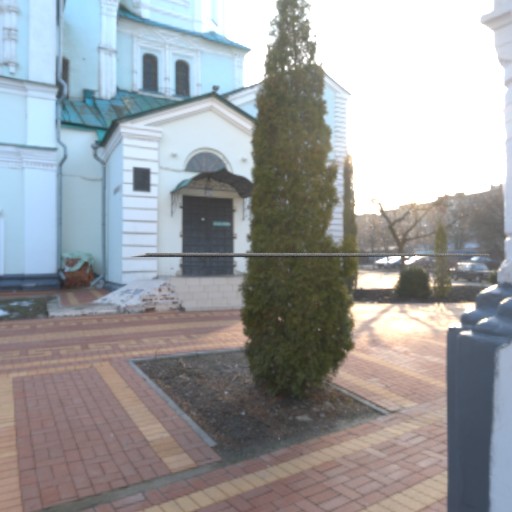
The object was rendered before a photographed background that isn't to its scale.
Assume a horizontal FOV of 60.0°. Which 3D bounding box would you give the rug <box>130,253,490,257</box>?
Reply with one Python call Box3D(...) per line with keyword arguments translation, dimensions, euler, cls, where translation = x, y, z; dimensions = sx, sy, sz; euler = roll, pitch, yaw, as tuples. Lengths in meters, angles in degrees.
Box3D(translation=(0.000, 0.000, 2.307), dimensions=(1.220, 0.007, 1.828), euler=(0, 0, -17), cls="rug")
